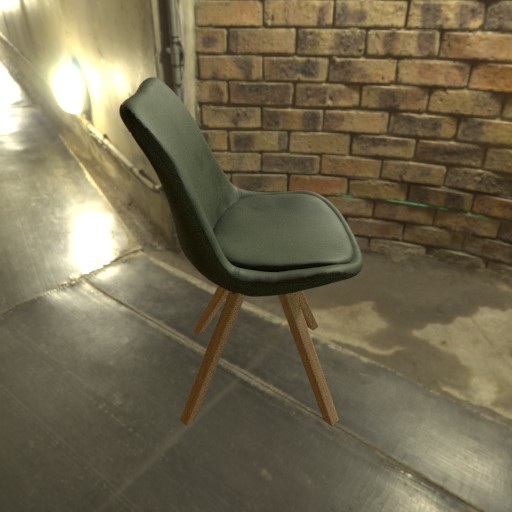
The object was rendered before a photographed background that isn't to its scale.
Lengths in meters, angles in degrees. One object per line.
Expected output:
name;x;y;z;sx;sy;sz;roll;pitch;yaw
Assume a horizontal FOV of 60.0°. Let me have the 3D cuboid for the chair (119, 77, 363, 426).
chair;0.000;0.000;1.194;0.547;0.865;0.483;-1;32;-1
